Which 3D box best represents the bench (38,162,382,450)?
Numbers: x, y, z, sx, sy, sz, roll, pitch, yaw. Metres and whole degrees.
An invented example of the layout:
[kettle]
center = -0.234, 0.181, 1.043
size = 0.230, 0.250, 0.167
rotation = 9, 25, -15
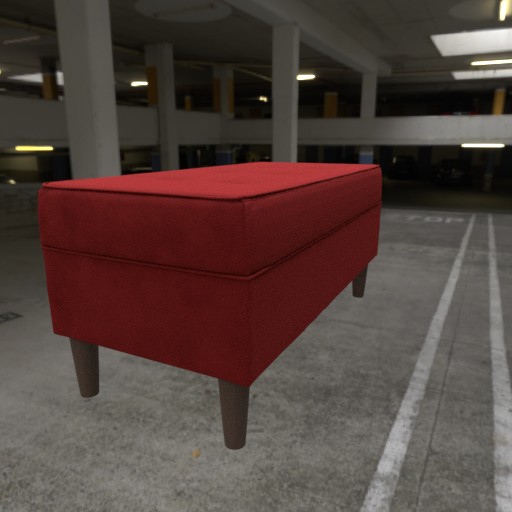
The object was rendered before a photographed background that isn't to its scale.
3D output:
[bench]
center = 0.000, 0.000, 1.252
size = 0.492, 0.471, 1.016
rotation = 7, 16, 26
